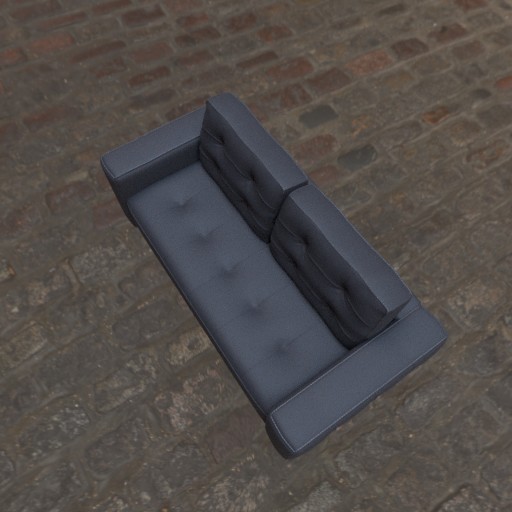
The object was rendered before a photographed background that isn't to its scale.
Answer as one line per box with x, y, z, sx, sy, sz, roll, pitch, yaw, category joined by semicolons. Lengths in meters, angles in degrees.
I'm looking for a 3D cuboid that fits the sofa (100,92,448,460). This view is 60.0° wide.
0.000;0.000;2.219;0.833;0.893;1.726;-31;67;-15;sofa
